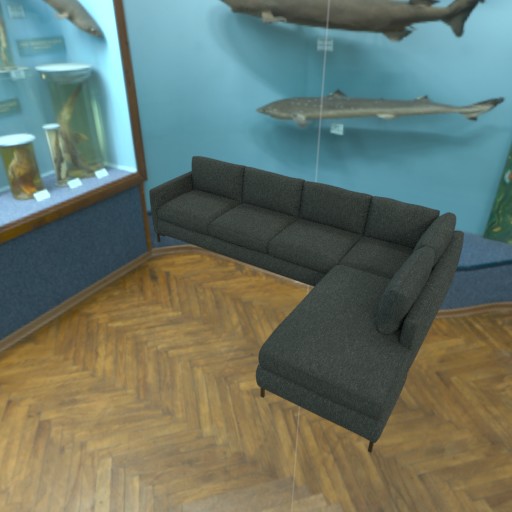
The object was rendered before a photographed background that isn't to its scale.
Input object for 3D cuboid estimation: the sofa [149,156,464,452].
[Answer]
[{"bbox_3d":[0.000,0.000,3.775,2.949,0.815,2.007,19,36,28],"label":"sofa"}]
